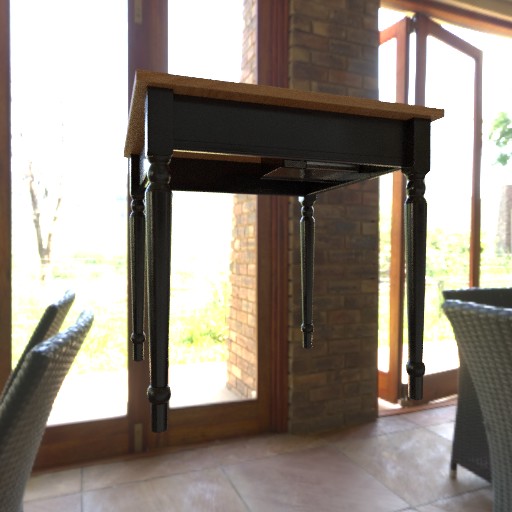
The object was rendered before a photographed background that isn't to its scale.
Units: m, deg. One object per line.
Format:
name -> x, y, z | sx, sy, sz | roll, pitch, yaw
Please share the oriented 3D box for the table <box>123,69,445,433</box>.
table -> 0.000, 0.000, 1.343 | 0.747, 0.738, 0.747 | 0, 0, -19
